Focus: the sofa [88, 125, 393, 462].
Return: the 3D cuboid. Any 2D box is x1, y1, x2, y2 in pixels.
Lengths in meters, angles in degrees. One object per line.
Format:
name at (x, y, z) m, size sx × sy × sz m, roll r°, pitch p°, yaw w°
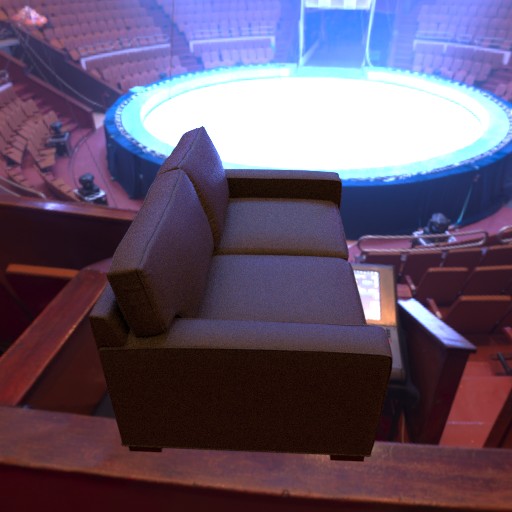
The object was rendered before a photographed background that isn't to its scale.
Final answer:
sofa at (0.000, 0.000, 2.119) m, size 0.974 × 0.887 × 1.534 m, roll 1°, pitch 33°, yaw 2°
